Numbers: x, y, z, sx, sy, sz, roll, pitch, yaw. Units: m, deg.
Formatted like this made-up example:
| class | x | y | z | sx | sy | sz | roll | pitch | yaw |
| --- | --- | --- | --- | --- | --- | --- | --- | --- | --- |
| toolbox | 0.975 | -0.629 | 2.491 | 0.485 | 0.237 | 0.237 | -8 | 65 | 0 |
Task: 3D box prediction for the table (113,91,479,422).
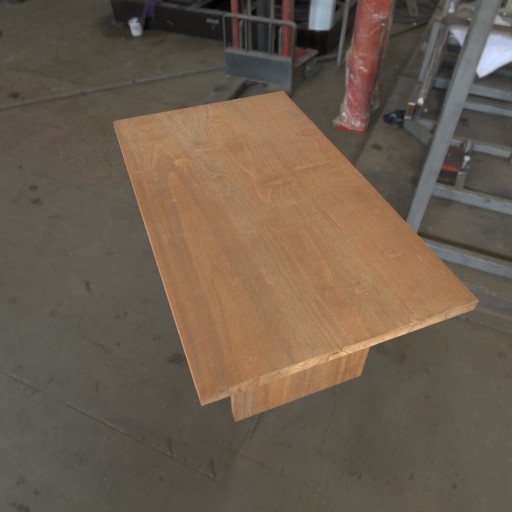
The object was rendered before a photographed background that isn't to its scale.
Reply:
| class | x | y | z | sx | sy | sz | roll | pitch | yaw |
| --- | --- | --- | --- | --- | --- | --- | --- | --- | --- |
| table | 0.000 | 0.000 | 2.135 | 0.946 | 0.780 | 1.609 | -15 | 48 | -14 |
